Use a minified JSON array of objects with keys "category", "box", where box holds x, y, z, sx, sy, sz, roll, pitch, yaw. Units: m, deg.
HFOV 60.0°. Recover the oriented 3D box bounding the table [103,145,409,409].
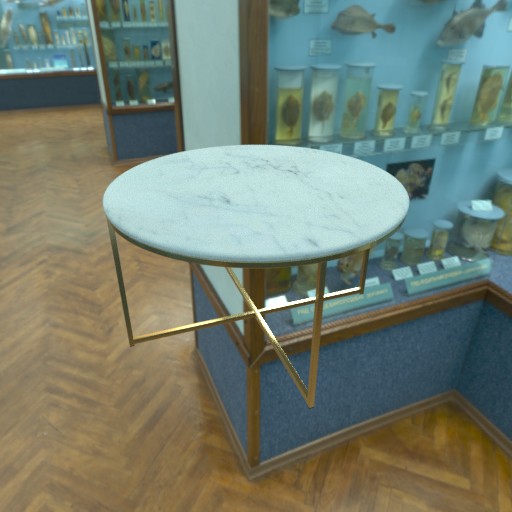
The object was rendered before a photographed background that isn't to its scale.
[{"category":"table","box":[0.000,0.000,1.315,0.800,0.450,0.800,0,29,0]}]
